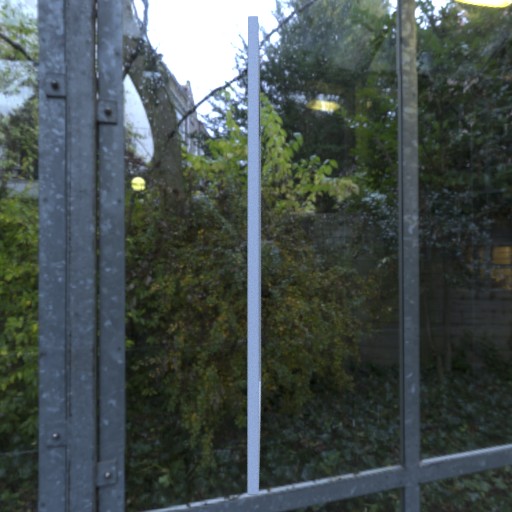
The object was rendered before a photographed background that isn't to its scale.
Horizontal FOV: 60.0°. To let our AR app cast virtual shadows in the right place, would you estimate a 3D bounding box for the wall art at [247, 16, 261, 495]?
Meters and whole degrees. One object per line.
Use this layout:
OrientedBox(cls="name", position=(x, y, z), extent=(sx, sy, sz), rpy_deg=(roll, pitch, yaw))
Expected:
OrientedBox(cls="wall art", position=(0.000, 0.000, 0.609), extent=(0.011, 0.482, 0.329), rpy_deg=(0, -1, 1))
